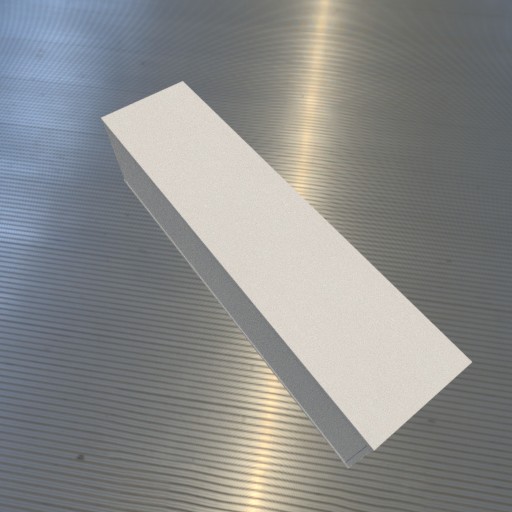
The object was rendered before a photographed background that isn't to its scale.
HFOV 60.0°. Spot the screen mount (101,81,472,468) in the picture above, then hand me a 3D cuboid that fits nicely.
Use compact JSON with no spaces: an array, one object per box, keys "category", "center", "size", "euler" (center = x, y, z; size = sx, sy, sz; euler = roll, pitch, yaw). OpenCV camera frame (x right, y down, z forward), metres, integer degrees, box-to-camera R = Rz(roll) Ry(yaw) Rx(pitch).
[{"category":"screen mount","center":[0.000,0.000,1.793],"size":[0.418,0.520,1.600],"euler":[-32,63,-18]}]
